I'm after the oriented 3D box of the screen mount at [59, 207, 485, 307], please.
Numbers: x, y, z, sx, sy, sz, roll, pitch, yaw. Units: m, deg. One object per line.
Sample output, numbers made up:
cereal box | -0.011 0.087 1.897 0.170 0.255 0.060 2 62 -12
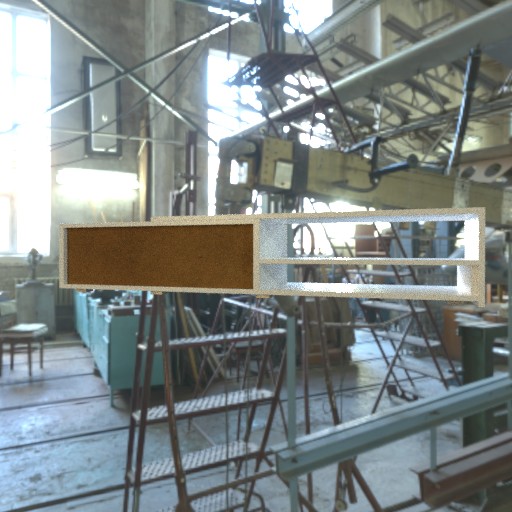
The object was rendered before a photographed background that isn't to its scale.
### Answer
screen mount | 0.000 0.000 1.878 1.680 0.320 0.420 0 1 18
